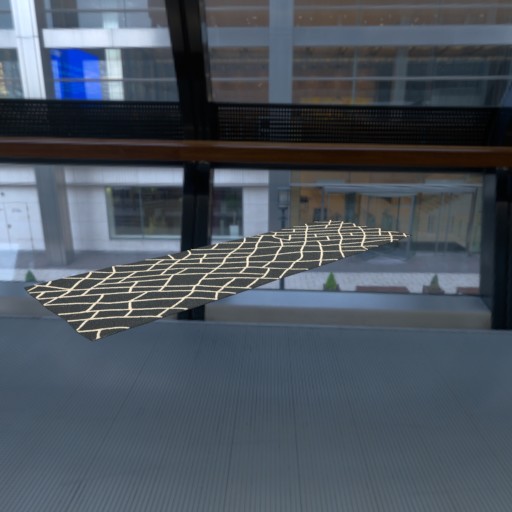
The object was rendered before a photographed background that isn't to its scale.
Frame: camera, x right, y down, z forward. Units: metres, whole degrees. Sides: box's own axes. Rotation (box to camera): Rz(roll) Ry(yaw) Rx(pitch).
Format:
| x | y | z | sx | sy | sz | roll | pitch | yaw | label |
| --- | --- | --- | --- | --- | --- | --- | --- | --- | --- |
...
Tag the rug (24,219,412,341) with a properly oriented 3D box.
| x | y | z | sx | sy | sz | roll | pitch | yaw | label |
| --- | --- | --- | --- | --- | --- | --- | --- | --- | --- |
| 0.000 | 0.000 | 2.743 | 2.476 | 0.010 | 0.807 | -15 | 22 | -41 | rug |
